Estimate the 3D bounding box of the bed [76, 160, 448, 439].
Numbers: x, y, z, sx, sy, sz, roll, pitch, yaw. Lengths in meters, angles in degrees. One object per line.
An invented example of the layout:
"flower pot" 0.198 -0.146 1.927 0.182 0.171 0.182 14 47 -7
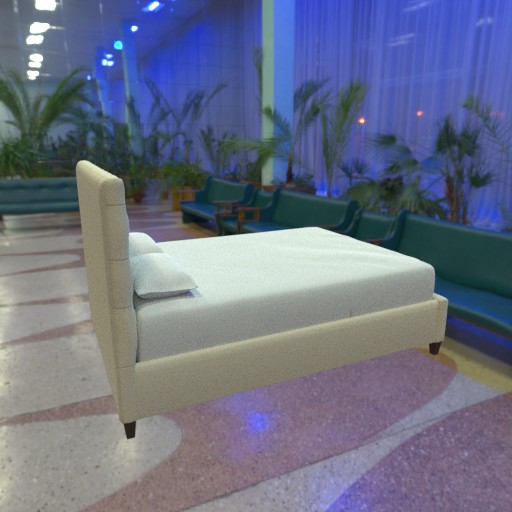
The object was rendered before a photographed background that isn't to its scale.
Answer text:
"bed" 0.000 0.000 3.444 2.387 1.427 1.698 -7 17 -24
